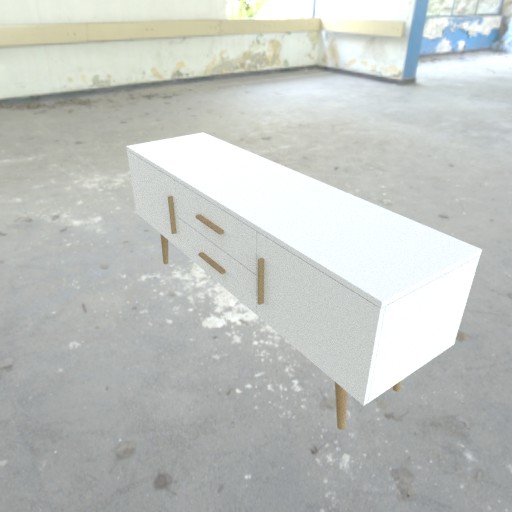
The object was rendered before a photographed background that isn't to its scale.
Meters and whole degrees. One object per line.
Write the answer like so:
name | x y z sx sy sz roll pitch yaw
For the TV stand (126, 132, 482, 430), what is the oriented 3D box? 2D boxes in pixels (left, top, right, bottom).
TV stand | 0.000 0.000 1.649 0.401 0.560 1.398 -20 36 -31
